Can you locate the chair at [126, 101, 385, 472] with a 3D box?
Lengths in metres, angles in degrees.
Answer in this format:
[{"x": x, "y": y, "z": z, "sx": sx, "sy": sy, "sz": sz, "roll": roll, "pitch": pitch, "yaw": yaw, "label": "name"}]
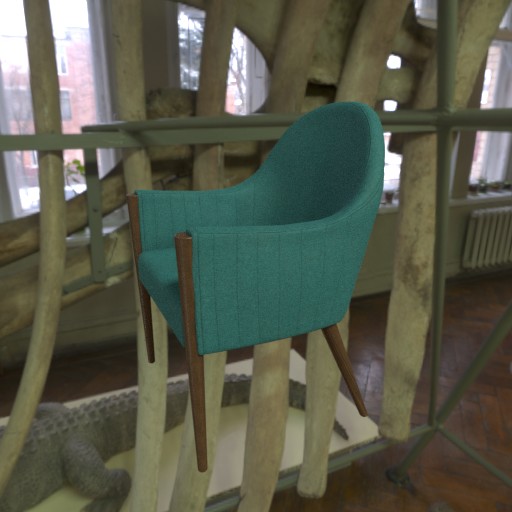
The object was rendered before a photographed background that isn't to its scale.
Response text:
[{"x": 0.000, "y": 0.000, "z": 1.362, "sx": 0.652, "sy": 0.907, "sz": 0.656, "roll": -8, "pitch": 19, "yaw": -24, "label": "chair"}]
